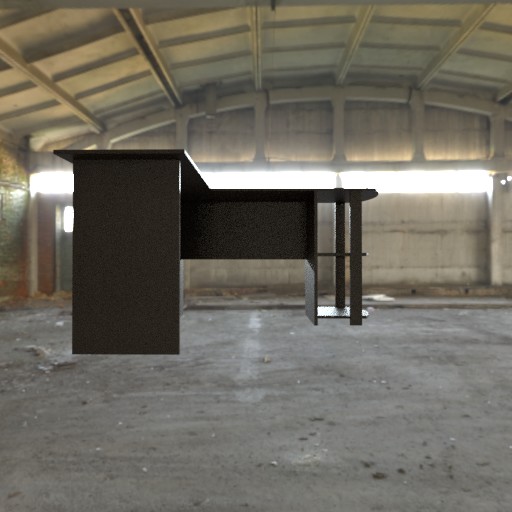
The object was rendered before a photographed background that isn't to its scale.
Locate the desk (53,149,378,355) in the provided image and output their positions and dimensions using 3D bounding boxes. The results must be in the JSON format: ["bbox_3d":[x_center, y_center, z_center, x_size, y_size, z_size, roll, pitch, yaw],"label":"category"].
[{"bbox_3d":[0.000,0.000,2.147,1.361,0.716,1.303,0,-1,1],"label":"desk"}]
